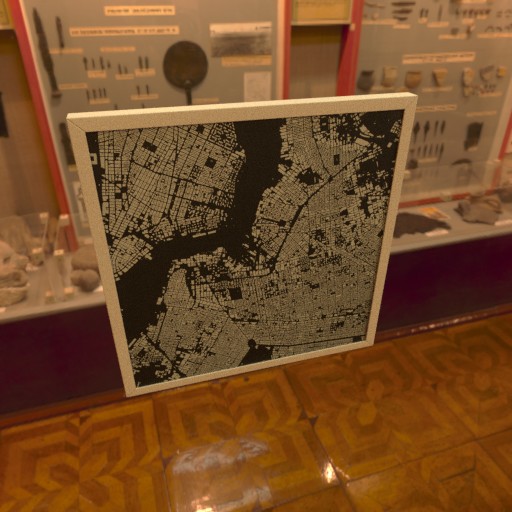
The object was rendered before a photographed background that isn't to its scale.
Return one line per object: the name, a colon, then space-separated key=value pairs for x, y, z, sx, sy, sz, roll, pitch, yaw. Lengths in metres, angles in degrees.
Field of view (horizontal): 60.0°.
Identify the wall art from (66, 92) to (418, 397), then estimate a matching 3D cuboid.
wall art: x=0.000 y=0.000 z=1.144 sx=0.761 sy=0.762 sz=0.050 roll=-8 pitch=32 yaw=-14
